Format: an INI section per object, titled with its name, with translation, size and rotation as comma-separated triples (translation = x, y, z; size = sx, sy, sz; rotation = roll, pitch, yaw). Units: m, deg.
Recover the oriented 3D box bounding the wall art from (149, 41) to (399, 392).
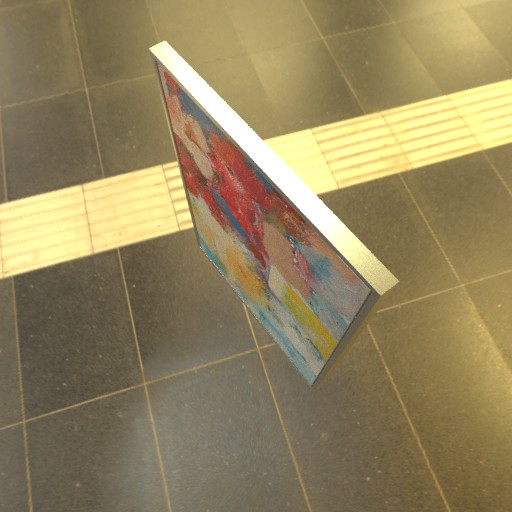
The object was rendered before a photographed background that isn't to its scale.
[wall art]
translation = 0.000, 0.000, 0.774
size = 0.025, 0.569, 0.444
rotation = -34, 68, -15
